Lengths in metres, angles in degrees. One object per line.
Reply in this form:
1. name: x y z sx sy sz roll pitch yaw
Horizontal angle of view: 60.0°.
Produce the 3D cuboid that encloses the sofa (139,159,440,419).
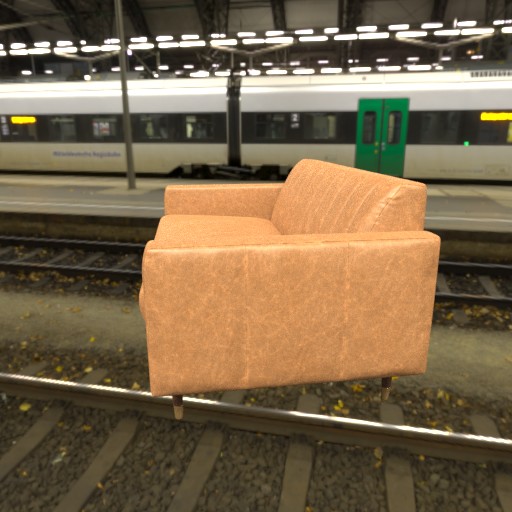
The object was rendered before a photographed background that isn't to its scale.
1. sofa: 0.000 0.000 2.104 0.960 0.820 1.549 -2 16 -8
